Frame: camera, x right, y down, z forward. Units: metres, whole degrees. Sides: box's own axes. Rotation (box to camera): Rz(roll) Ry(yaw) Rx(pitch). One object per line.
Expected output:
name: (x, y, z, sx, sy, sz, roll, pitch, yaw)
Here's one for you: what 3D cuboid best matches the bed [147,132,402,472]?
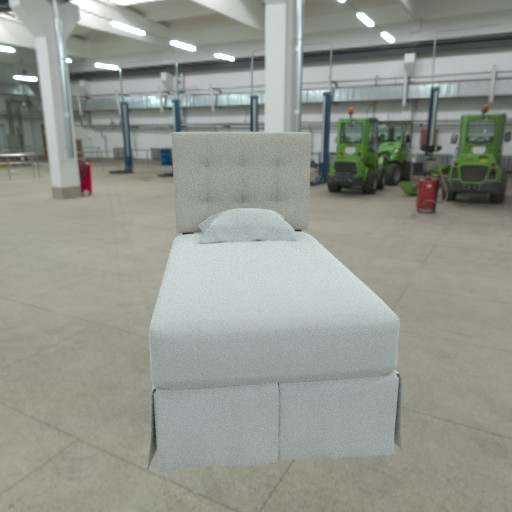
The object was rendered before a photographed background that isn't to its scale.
bed: (0.000, 0.000, 2.881, 1.261, 1.571, 1.997, -2, 15, -6)
